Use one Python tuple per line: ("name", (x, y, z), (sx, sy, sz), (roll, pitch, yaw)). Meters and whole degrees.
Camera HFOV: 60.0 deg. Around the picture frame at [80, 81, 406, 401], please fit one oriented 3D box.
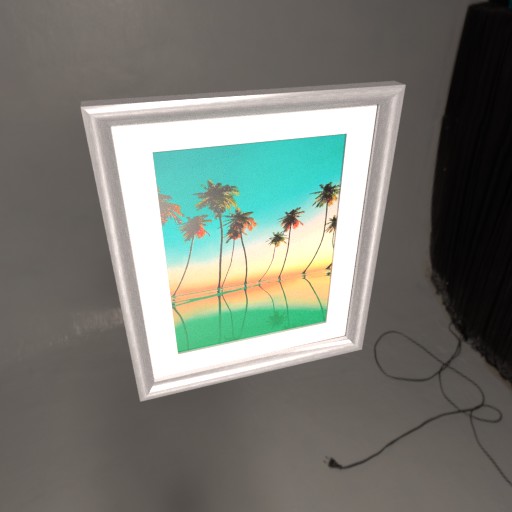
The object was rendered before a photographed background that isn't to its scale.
("picture frame", (0.000, 0.000, 0.536), (0.327, 0.378, 0.027), (-9, 33, -15))
